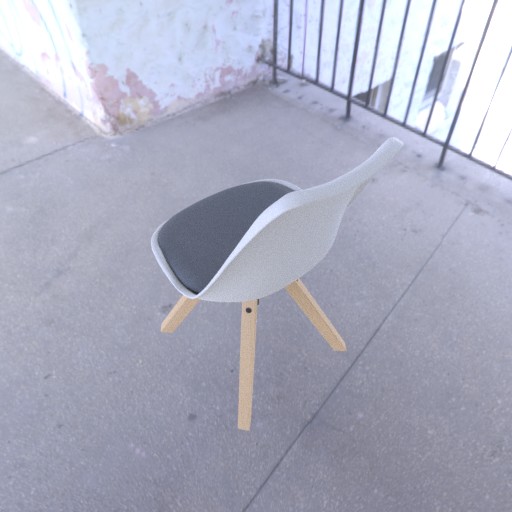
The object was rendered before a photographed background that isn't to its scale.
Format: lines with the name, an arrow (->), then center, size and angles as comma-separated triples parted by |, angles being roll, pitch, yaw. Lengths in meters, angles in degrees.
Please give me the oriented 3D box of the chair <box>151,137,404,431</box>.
chair -> 0.000, 0.000, 1.184 | 0.485, 0.850, 0.550 | -31, 54, -26
